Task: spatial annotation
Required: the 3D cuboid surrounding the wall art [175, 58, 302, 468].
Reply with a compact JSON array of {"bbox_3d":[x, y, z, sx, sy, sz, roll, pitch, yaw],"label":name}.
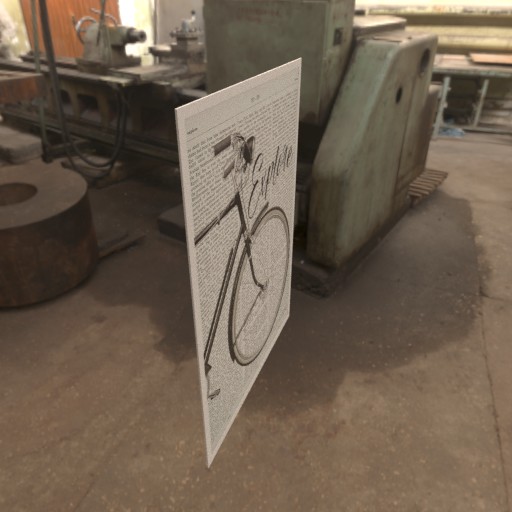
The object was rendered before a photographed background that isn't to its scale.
[{"bbox_3d":[0.000,0.000,0.802,0.003,0.610,0.457,11,33,18],"label":"wall art"}]
